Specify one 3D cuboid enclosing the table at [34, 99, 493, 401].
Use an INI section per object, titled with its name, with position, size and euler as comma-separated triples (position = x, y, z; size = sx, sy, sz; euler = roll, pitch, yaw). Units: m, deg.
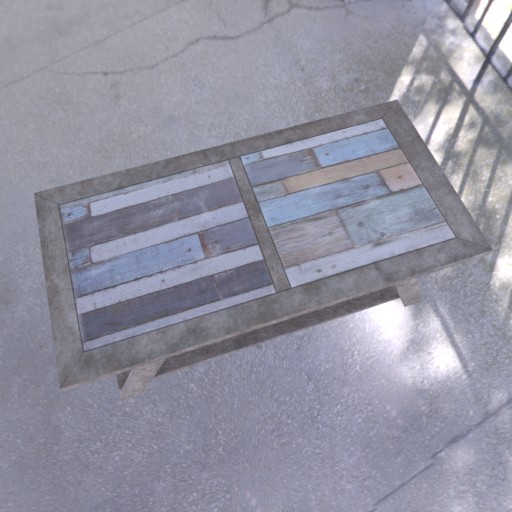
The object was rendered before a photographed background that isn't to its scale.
[table]
position = 0.000, 0.000, 1.512
size = 1.219, 0.470, 0.610
euler = -17, 65, -8
